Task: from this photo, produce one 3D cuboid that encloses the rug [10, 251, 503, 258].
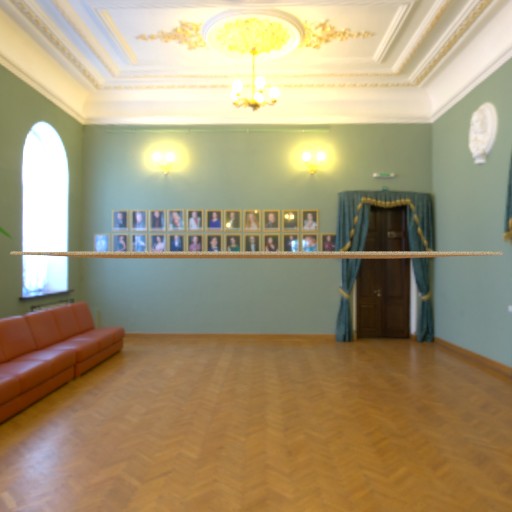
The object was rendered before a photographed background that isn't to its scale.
[{"bbox_3d":[0.000,0.000,2.684,2.144,0.013,1.509,0,-1,-1],"label":"rug"}]
